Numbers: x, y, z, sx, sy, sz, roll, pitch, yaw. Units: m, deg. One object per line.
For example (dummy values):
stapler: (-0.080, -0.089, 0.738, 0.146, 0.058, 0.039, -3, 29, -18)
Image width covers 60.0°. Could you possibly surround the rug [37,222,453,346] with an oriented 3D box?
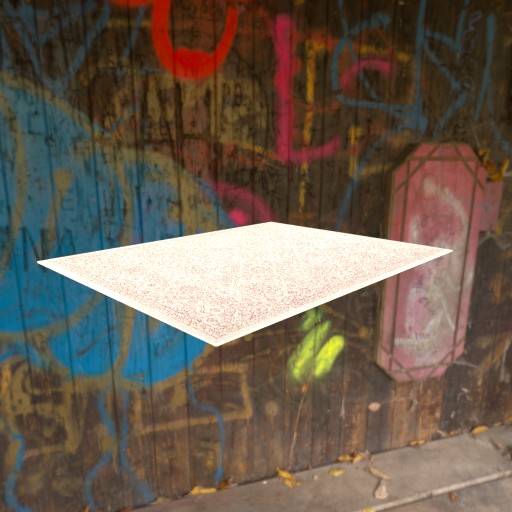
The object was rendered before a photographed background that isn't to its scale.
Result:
rug: (0.000, 0.000, 4.143, 2.441, 0.015, 3.050, 13, 19, 43)
